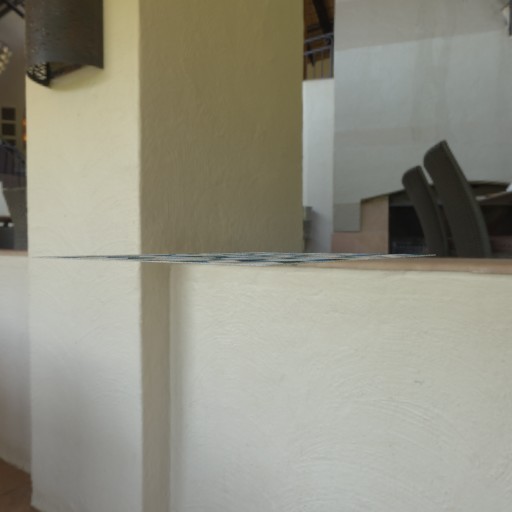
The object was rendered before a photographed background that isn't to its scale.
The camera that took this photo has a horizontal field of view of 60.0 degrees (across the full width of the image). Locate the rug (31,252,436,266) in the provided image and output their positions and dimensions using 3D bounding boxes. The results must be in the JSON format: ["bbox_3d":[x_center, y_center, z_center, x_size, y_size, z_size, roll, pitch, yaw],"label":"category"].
[{"bbox_3d":[0.000,0.000,4.178,2.440,0.008,3.036,1,2,38],"label":"rug"}]
